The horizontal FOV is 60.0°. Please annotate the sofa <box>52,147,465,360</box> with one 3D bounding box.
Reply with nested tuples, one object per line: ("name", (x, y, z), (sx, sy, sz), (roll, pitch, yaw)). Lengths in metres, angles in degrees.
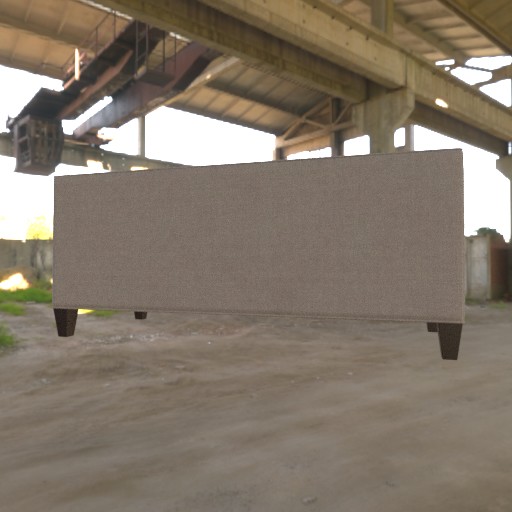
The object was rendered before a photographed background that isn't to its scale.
("sofa", (0.000, 0.000, 2.185), (1.778, 0.762, 0.775), (0, -1, 17))
